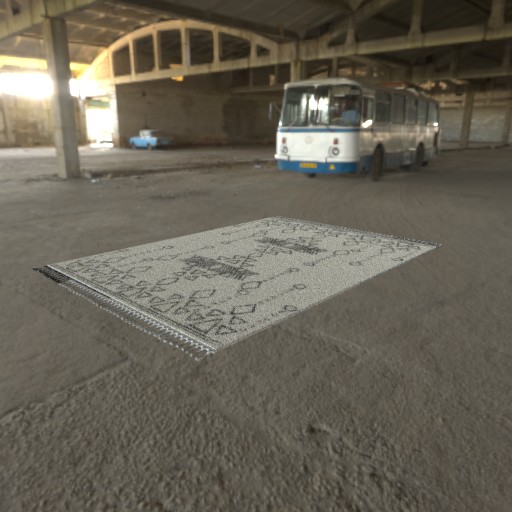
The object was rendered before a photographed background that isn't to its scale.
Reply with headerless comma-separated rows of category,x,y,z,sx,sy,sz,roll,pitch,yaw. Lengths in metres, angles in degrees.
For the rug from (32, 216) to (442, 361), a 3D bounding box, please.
rug,0.000,0.000,2.982,1.600,0.013,2.312,15,22,41
